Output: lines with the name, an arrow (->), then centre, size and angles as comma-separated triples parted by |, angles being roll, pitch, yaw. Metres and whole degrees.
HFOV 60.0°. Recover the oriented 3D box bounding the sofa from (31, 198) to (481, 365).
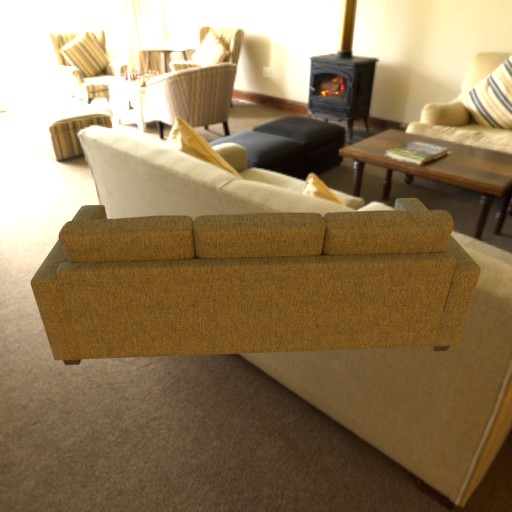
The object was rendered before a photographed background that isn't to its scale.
sofa -> 0.000, 0.000, 2.550 | 2.160, 0.800, 0.900 | -2, 31, -3
